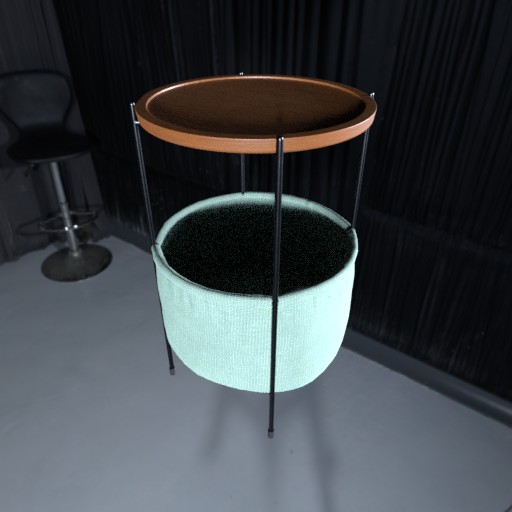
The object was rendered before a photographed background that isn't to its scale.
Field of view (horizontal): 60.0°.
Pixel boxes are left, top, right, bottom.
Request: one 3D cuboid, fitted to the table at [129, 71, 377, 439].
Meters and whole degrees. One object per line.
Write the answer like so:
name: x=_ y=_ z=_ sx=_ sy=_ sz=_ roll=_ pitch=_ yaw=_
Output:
table: x=0.000 y=0.000 z=0.895 sx=0.400 sy=0.623 sz=0.400 roll=22 pitch=40 yaw=29
